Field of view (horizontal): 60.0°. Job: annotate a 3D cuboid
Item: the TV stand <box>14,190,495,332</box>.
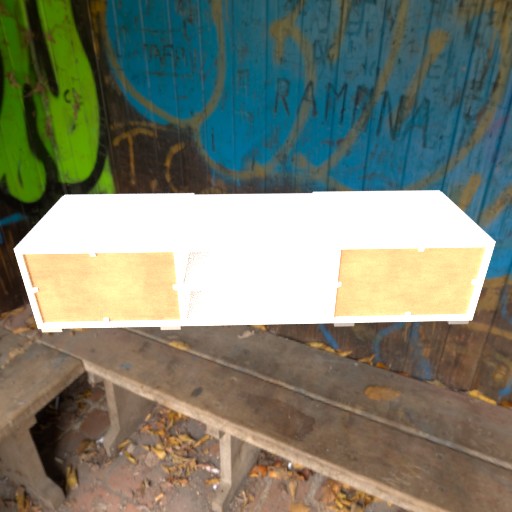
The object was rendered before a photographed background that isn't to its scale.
[{"bbox_3d":[0.000,0.000,1.546,1.400,0.310,0.420,-1,29,-2],"label":"TV stand"}]
